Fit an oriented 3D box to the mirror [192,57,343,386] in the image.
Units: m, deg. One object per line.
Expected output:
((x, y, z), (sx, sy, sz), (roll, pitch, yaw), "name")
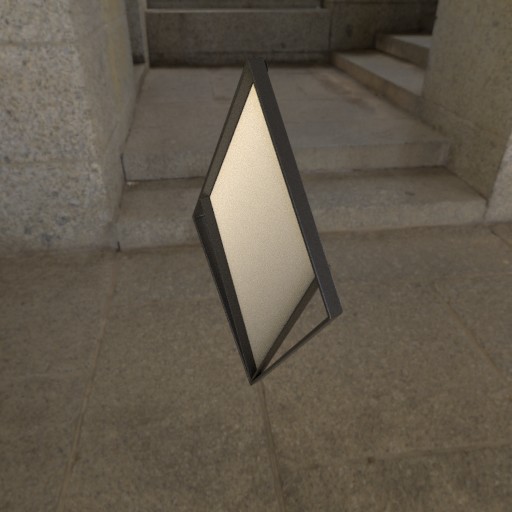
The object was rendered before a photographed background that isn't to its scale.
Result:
((0.000, 0.000, 0.823), (0.032, 0.679, 0.419), (-22, 38, -30), "mirror")
